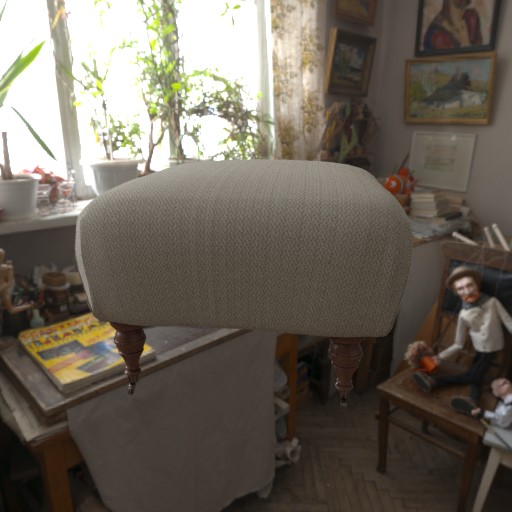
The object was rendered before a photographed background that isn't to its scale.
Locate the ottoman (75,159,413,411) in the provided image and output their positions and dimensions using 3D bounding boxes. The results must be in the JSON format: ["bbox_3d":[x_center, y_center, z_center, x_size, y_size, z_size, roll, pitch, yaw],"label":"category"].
[{"bbox_3d":[0.000,0.000,1.095,0.622,0.447,0.684,2,17,7],"label":"ottoman"}]
